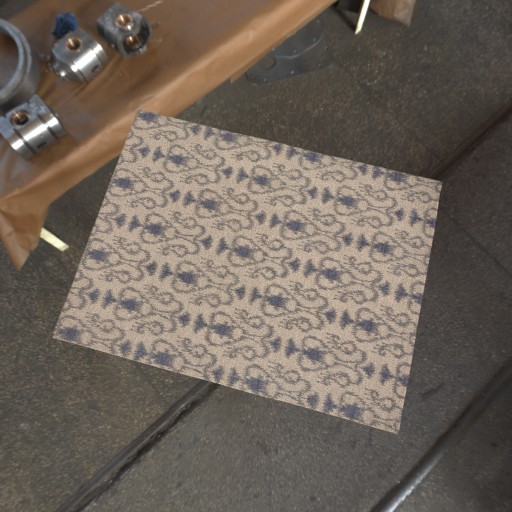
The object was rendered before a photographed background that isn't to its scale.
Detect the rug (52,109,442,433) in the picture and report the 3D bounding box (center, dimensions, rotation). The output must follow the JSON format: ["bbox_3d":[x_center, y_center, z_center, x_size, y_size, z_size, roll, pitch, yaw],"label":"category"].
[{"bbox_3d":[0.000,0.000,4.227,3.205,0.015,2.437,14,76,4],"label":"rug"}]
